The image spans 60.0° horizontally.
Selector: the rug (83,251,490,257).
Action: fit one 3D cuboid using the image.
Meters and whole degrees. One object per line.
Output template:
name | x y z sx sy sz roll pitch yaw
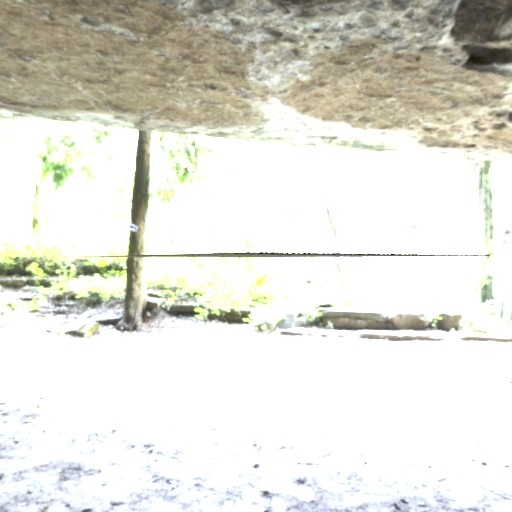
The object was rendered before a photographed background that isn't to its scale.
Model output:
rug | 0.000 0.000 4.304 2.439 0.015 3.274 0 -1 -35
